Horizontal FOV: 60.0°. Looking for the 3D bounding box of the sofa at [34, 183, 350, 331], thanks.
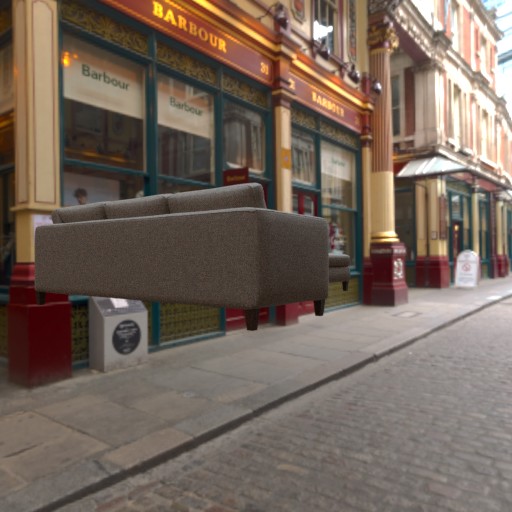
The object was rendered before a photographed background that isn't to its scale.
[{"bbox_3d":[0.000,0.000,4.611,2.551,0.889,3.403,0,0,37],"label":"sofa"}]
